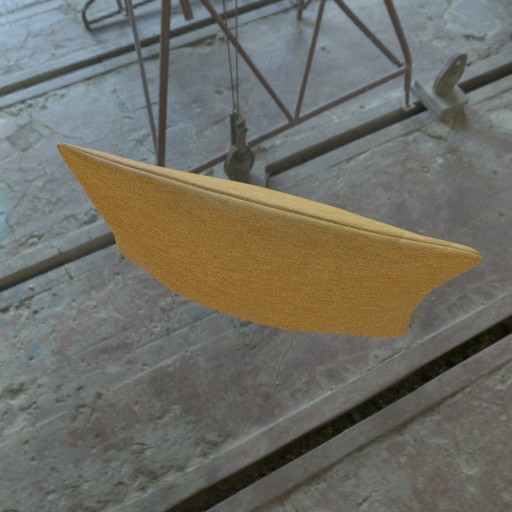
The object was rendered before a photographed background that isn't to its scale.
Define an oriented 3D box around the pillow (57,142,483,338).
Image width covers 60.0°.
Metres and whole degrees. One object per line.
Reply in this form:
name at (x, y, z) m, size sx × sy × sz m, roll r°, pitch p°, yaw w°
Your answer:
pillow at (0.000, 0.000, 0.774) m, size 0.634 × 0.354 × 0.210 m, roll 16°, pitch 65°, yaw 8°
